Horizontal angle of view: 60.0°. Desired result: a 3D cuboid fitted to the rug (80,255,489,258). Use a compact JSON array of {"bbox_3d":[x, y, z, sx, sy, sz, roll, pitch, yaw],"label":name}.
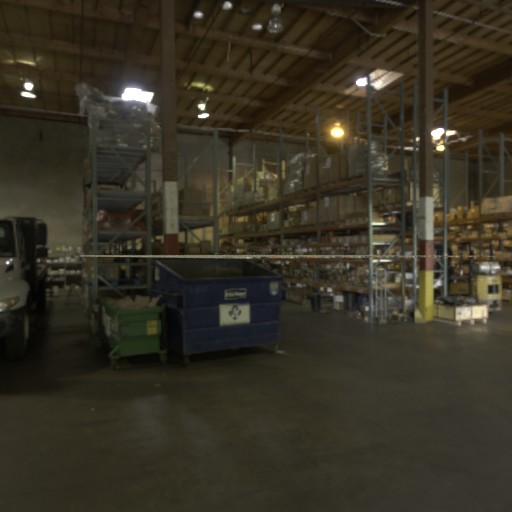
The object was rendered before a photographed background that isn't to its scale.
[{"bbox_3d":[0.000,0.000,4.165,2.379,0.011,3.221,0,0,-35],"label":"rug"}]
